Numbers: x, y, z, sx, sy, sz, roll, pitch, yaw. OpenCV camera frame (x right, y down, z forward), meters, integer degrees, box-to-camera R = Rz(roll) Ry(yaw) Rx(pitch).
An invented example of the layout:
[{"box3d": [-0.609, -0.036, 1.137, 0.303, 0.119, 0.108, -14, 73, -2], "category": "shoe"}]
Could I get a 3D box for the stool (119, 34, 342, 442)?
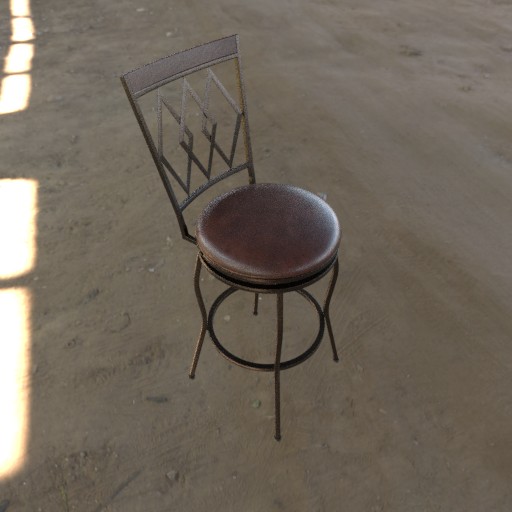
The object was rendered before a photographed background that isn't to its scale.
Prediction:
[{"box3d": [0.000, 0.000, 1.392, 0.521, 1.134, 0.432, 27, 48, 27], "category": "stool"}]
